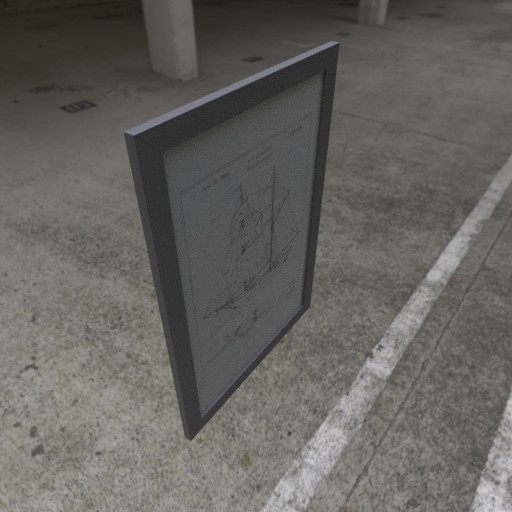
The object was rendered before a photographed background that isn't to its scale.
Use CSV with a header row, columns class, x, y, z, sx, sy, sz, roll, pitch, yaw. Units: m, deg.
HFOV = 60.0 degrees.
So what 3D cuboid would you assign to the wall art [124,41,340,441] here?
class,x,y,z,sx,sy,sz,roll,pitch,yaw
wall art,0.000,0.000,0.679,0.013,0.534,0.380,25,46,27
